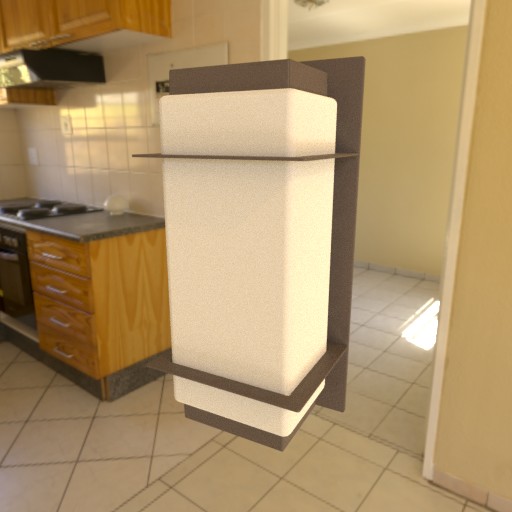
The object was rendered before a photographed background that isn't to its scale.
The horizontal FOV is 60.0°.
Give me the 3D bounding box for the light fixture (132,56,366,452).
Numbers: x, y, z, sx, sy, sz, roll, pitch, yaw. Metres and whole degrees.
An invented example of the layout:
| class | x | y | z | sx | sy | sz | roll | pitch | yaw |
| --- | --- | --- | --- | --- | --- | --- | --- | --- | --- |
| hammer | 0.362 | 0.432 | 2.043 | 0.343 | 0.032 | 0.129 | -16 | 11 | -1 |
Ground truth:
| class | x | y | z | sx | sy | sz | roll | pitch | yaw |
| --- | --- | --- | --- | --- | --- | --- | --- | --- | --- |
| light fixture | 0.000 | 0.000 | 0.411 | 0.153 | 0.347 | 0.146 | 8 | 17 | 27 |
